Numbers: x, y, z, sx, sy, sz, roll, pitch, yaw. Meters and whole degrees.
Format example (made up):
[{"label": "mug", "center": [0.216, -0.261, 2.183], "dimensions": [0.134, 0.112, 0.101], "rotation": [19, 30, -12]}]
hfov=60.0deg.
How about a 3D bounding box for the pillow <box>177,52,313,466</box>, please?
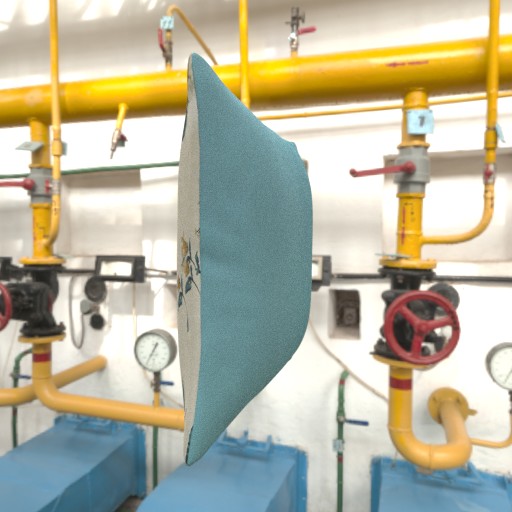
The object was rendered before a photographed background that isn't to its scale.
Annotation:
[{"label": "pillow", "center": [0.000, 0.000, 0.788], "dimensions": [0.166, 0.507, 0.526], "rotation": [1, 2, 18]}]
